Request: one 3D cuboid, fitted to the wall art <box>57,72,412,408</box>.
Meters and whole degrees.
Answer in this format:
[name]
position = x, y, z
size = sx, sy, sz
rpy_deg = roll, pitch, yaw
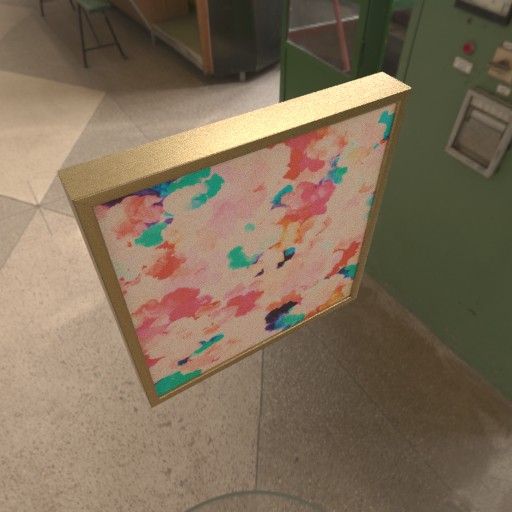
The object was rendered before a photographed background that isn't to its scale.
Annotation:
[wall art]
position = 0.000, 0.000, 0.464
size = 0.304, 0.305, 0.038
rpy_deg = -24, 51, -21
